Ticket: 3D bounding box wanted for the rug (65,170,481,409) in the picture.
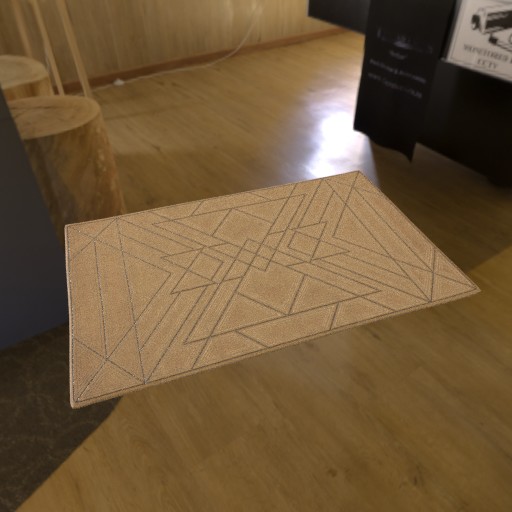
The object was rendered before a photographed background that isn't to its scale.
[{"bbox_3d":[0.000,0.000,3.030,2.459,0.023,1.575,-13,43,-14],"label":"rug"}]
